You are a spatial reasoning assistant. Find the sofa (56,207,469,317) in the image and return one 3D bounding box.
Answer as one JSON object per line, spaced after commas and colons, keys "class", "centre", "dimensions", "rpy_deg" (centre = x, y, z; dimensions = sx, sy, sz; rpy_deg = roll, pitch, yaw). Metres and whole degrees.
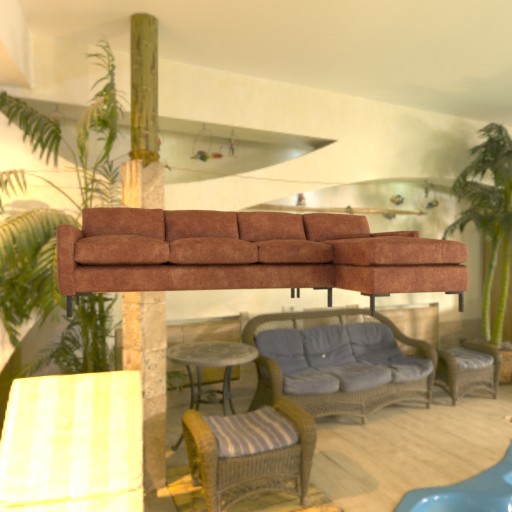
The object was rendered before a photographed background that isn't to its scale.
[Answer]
{"class": "sofa", "centre": [0.000, 0.000, 3.633], "dimensions": [2.993, 0.859, 1.471], "rpy_deg": [0, 0, -17]}
